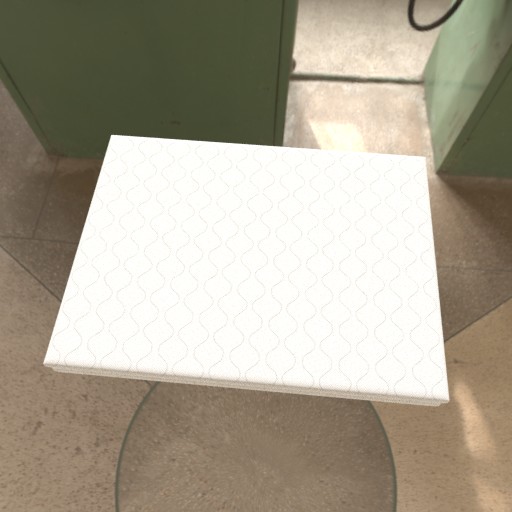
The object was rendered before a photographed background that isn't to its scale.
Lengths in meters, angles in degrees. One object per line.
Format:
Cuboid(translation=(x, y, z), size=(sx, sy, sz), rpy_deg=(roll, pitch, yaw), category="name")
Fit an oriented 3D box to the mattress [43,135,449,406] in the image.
Cuboid(translation=(0.000, 0.000, 2.431), size=(1.900, 0.200, 1.400), rpy_deg=(5, 64, 2), category="mattress")
